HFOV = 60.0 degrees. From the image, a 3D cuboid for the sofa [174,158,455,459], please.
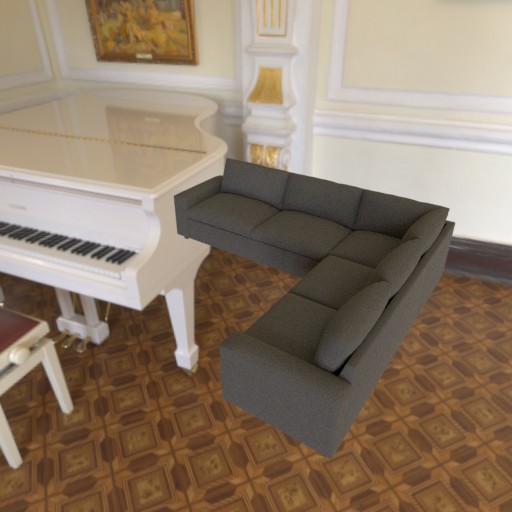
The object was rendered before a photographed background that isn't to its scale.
[{"bbox_3d":[0.000,0.000,4.726,3.277,0.965,2.895,19,35,29],"label":"sofa"}]
